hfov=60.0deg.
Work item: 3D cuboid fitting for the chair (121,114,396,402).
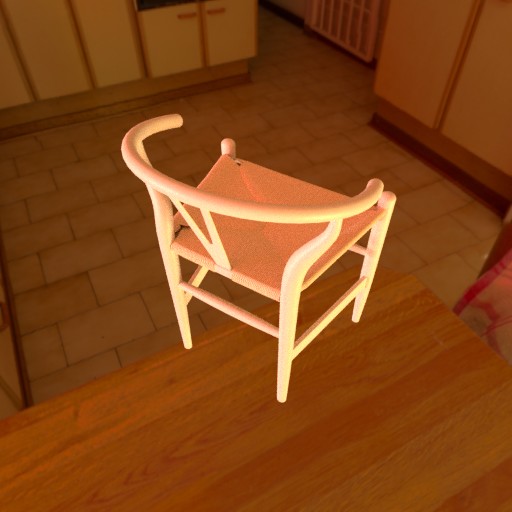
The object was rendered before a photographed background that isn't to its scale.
[{"bbox_3d":[0.000,0.000,1.119,0.533,0.736,0.500,24,50,22],"label":"chair"}]
